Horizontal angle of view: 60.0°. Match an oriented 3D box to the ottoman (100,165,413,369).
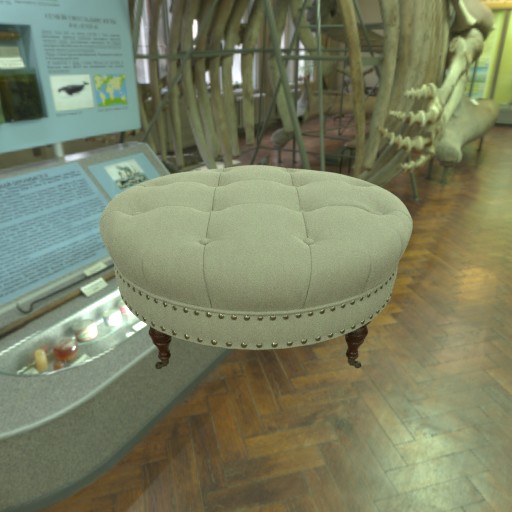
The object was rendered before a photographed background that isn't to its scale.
[{"bbox_3d":[0.000,0.000,1.398,0.901,0.439,0.901,0,25,0],"label":"ottoman"}]
